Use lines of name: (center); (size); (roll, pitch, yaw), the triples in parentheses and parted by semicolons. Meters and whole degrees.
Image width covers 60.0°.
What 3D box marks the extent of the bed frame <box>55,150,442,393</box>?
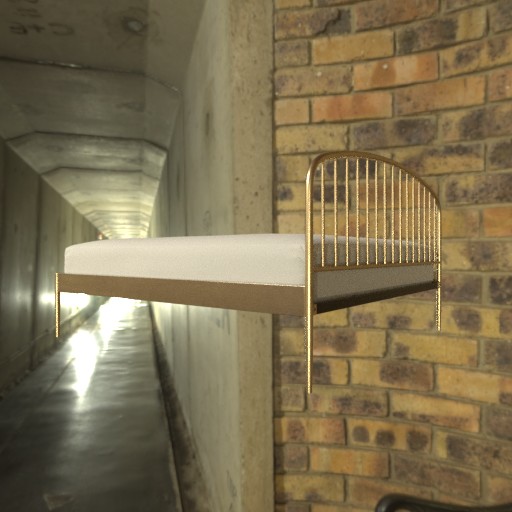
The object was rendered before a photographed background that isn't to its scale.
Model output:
bed frame: (0.000, 0.000, 3.358); (2.152, 1.174, 2.016); (0, 0, 38)
